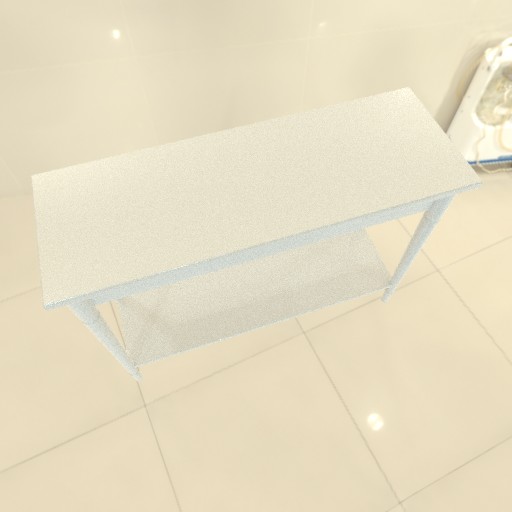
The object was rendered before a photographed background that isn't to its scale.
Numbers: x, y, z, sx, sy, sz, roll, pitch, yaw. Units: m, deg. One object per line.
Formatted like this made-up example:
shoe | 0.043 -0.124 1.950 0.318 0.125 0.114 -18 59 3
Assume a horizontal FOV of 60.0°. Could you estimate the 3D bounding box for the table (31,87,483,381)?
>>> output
table | 0.000 0.000 1.426 1.067 0.749 0.381 -16 60 -9
